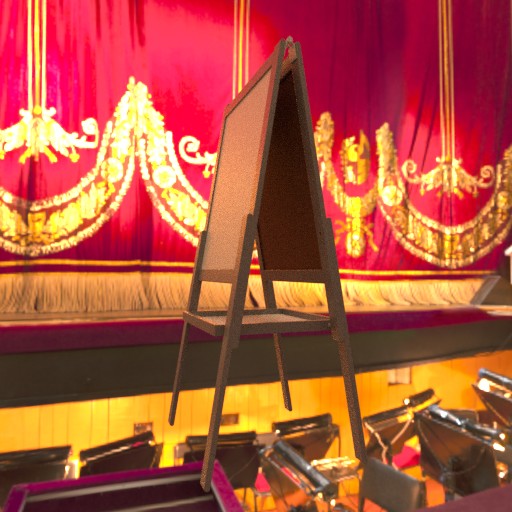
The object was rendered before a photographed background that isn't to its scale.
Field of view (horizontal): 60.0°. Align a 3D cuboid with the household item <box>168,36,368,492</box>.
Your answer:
[{"bbox_3d":[0.000,0.000,1.426,0.469,1.172,0.531,1,-2,-21],"label":"household item"}]
